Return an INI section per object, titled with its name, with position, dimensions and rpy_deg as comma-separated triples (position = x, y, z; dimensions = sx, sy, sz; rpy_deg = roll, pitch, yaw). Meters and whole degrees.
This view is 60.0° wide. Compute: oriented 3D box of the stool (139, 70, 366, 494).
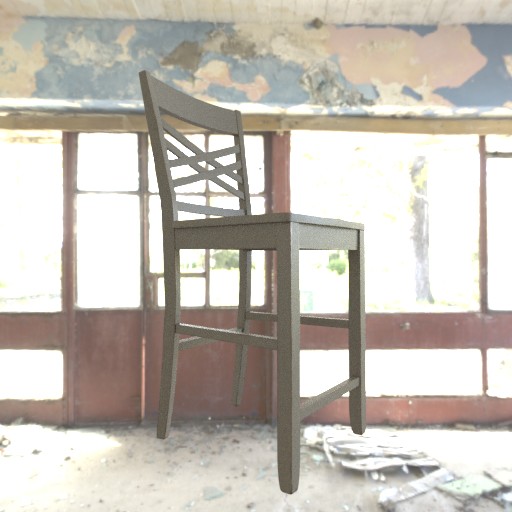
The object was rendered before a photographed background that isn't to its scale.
[stool]
position = 0.000, 0.000, 1.330
dimensions = 0.539, 1.079, 0.462
rpy_deg = 0, 0, 36
